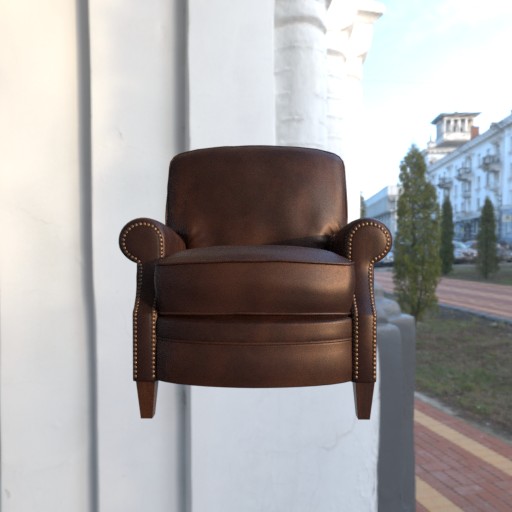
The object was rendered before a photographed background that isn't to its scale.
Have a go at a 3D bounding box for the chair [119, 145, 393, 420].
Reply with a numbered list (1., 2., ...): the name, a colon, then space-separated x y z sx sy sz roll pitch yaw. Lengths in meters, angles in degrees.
1. chair: 0.000 0.000 1.774 0.936 1.018 0.986 0 2 1
